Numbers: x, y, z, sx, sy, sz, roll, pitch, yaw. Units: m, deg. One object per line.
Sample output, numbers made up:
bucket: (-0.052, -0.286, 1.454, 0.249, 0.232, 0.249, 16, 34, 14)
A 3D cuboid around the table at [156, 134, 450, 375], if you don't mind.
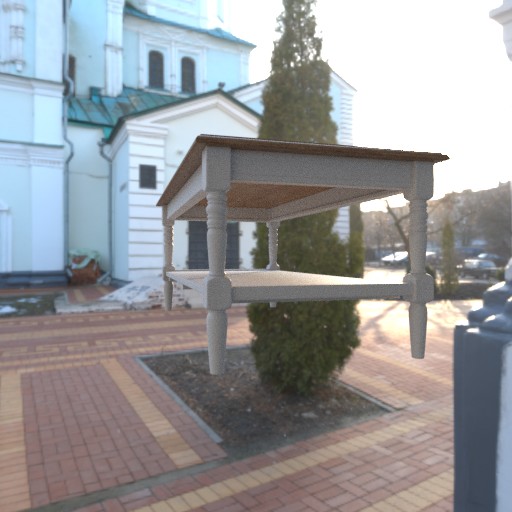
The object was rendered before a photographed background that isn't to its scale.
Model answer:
table: (0.000, 0.000, 1.428, 0.559, 0.458, 1.118, 0, 0, -16)
